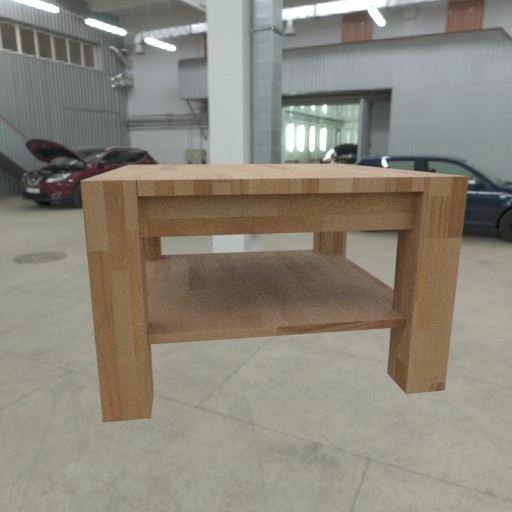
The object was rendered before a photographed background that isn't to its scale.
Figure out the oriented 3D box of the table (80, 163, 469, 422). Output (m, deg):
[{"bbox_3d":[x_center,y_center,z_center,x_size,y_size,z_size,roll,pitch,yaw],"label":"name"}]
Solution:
[{"bbox_3d":[0.000,0.000,1.170,0.700,0.451,0.700,-2,14,-9],"label":"table"}]
